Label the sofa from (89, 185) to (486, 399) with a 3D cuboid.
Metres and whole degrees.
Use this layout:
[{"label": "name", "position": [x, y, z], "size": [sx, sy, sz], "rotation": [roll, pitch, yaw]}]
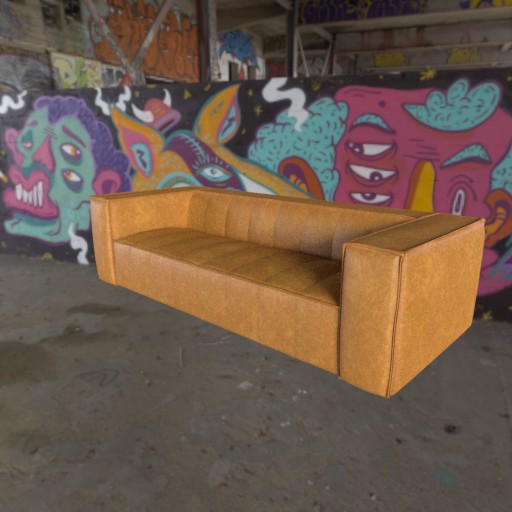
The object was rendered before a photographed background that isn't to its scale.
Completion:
[{"label": "sofa", "position": [0.000, 0.000, 3.002], "size": [2.581, 0.701, 1.102], "rotation": [13, 20, 41]}]
